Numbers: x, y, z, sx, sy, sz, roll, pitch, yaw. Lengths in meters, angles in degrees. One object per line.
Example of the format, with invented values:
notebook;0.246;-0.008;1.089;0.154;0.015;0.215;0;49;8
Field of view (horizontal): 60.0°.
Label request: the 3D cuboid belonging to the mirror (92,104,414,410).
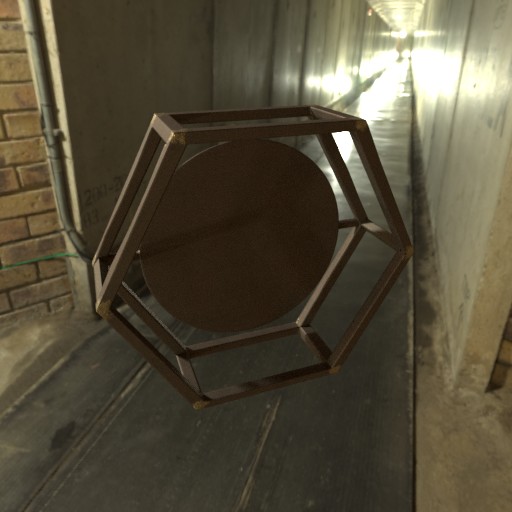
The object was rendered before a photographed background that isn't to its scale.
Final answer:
mirror;0.000;0.000;0.547;0.380;0.334;0.119;-9;28;-18
